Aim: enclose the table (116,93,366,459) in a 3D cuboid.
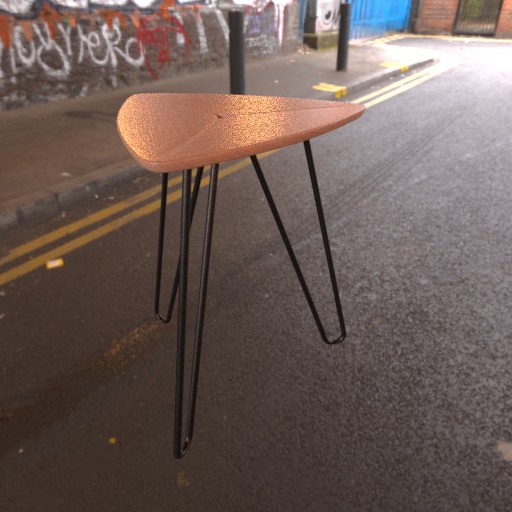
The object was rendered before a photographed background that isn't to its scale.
[{"bbox_3d":[0.000,0.000,0.891,0.455,0.564,0.442,-8,32,-13],"label":"table"}]
